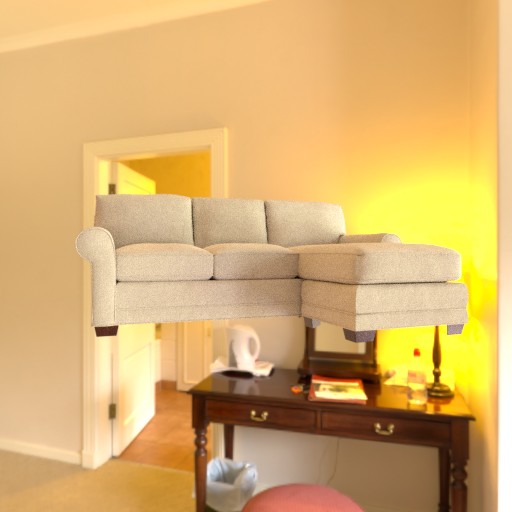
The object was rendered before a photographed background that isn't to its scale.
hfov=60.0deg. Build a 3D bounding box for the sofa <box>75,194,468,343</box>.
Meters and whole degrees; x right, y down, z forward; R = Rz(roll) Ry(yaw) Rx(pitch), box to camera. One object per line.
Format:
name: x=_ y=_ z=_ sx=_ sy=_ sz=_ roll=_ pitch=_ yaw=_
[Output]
sofa: x=0.000 y=0.000 z=2.339 sx=1.770 sy=0.734 sz=1.226 roll=0 pitch=0 yaw=-20
